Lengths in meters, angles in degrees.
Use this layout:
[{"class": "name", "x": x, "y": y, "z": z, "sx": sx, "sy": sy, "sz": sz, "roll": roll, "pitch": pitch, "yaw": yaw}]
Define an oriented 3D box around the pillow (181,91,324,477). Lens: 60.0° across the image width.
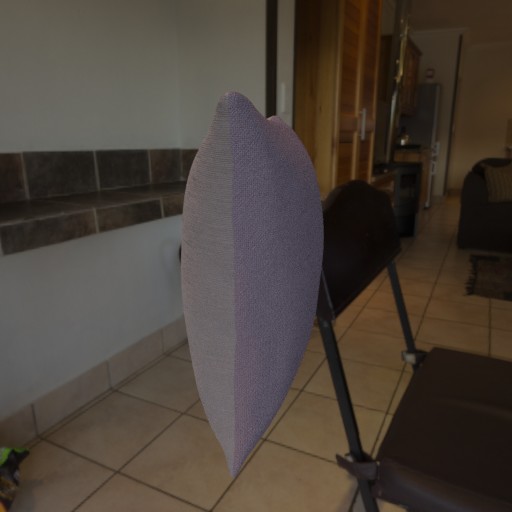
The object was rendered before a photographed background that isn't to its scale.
[{"class": "pillow", "x": 0.000, "y": 0.000, "z": 0.684, "sx": 0.204, "sy": 0.439, "sz": 0.452, "roll": 2, "pitch": 14, "yaw": 8}]
